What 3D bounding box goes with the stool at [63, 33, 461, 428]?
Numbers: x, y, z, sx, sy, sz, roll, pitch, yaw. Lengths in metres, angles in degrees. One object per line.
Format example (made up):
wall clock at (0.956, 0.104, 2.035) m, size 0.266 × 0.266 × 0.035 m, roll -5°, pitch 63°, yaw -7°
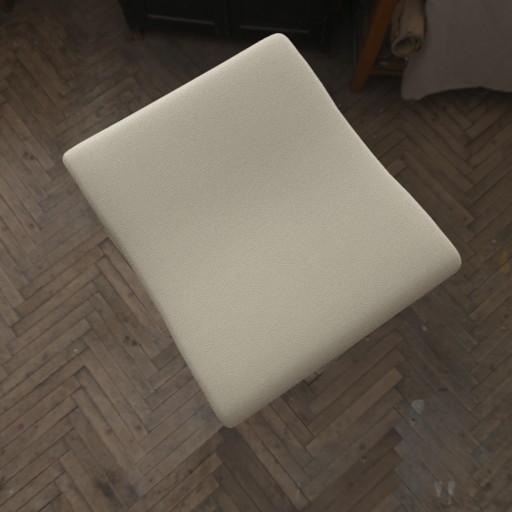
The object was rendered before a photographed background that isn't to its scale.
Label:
stool at (0.000, 0.000, 0.917) m, size 0.401 × 0.609 × 0.471 m, roll -33°, pitch 78°, yaw -8°
